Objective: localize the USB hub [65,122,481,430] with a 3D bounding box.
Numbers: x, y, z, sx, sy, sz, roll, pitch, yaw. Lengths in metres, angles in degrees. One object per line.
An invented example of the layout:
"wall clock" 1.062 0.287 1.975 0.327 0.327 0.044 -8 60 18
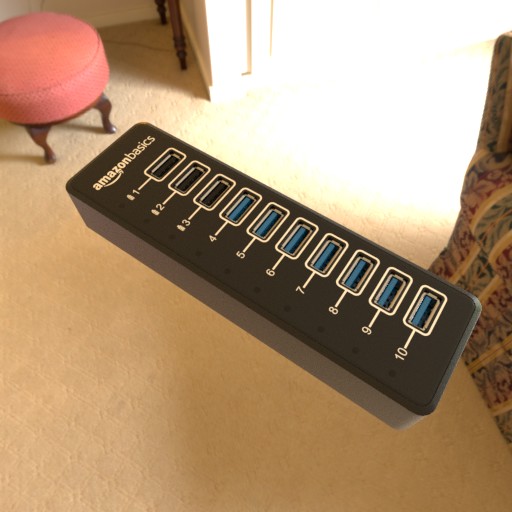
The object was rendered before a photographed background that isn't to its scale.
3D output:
"USB hub" 0.000 0.000 0.160 0.145 0.023 0.044 31 63 17
